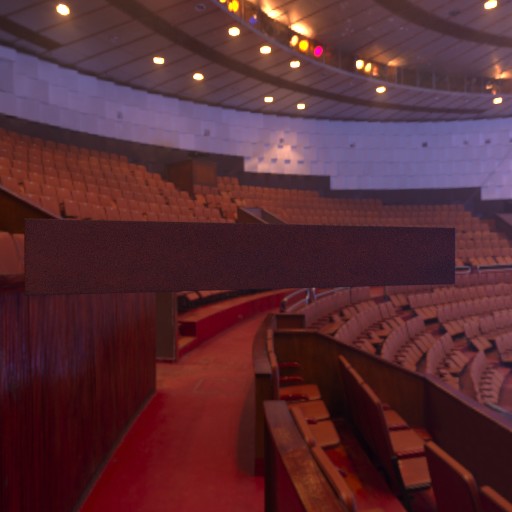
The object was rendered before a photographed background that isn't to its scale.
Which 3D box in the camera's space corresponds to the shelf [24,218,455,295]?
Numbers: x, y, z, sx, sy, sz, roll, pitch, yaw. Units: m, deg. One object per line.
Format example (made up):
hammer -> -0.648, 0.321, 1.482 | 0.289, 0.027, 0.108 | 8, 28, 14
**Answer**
shelf -> 0.000, 0.000, 0.673 | 0.607, 0.088, 0.152 | 0, 0, -18
